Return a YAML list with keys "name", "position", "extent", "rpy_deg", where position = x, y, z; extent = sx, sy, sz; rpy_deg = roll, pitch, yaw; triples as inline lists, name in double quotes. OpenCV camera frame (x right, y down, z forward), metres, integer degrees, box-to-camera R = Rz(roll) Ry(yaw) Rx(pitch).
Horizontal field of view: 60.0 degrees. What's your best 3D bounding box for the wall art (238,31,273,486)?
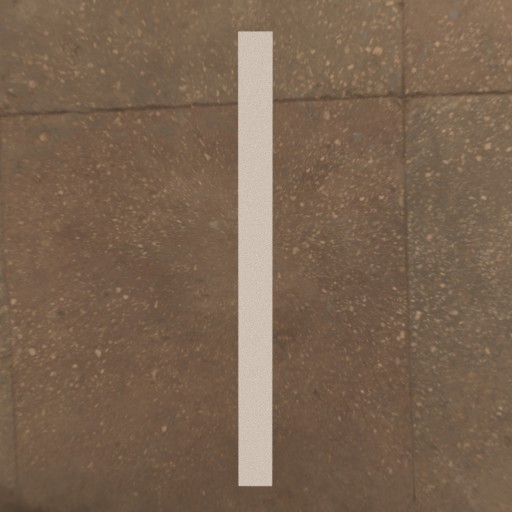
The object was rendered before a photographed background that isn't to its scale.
- name: "wall art"
  position: [0.000, 0.000, 1.902]
  extent: [0.098, 1.291, 1.289]
  rpy_deg: [0, 91, 0]
